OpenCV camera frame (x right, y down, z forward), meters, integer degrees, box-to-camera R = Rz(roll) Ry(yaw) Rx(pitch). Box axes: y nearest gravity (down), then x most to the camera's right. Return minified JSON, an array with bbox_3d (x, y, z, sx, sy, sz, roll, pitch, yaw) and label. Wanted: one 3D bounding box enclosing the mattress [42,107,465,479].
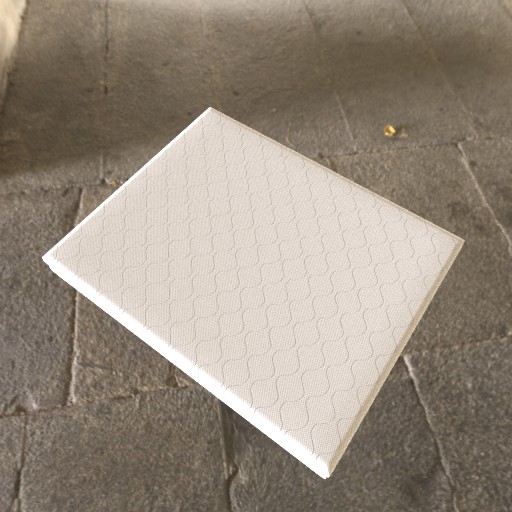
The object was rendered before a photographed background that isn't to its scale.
[{"bbox_3d":[0.000,0.000,2.740,2.000,0.200,1.600,32,65,17],"label":"mattress"}]
